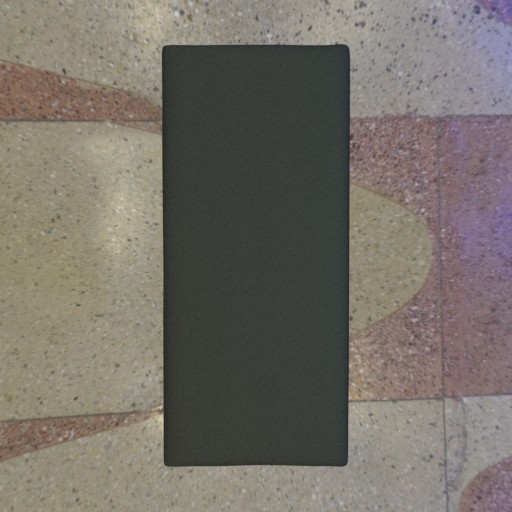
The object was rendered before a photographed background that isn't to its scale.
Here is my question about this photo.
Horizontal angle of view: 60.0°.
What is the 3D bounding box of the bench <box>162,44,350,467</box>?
[{"bbox_3d":[0.000,0.000,1.176,0.401,0.500,0.899,0,91,0],"label":"bench"}]
